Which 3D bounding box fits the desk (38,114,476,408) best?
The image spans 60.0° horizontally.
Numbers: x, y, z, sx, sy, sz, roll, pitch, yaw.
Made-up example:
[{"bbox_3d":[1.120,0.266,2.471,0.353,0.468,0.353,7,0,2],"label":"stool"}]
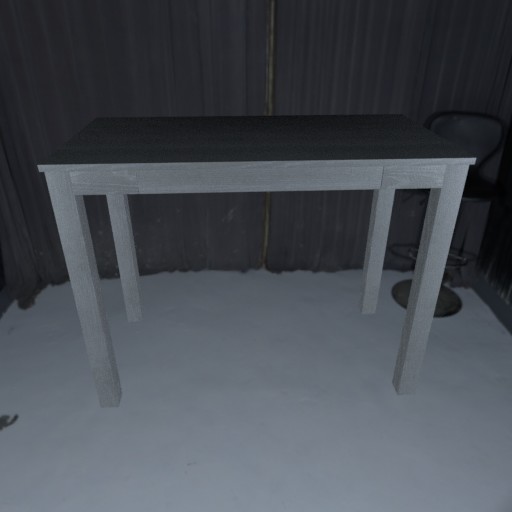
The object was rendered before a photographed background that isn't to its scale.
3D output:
[{"bbox_3d":[0.000,0.000,1.401,0.991,0.762,0.499,-2,29,-3],"label":"desk"}]
